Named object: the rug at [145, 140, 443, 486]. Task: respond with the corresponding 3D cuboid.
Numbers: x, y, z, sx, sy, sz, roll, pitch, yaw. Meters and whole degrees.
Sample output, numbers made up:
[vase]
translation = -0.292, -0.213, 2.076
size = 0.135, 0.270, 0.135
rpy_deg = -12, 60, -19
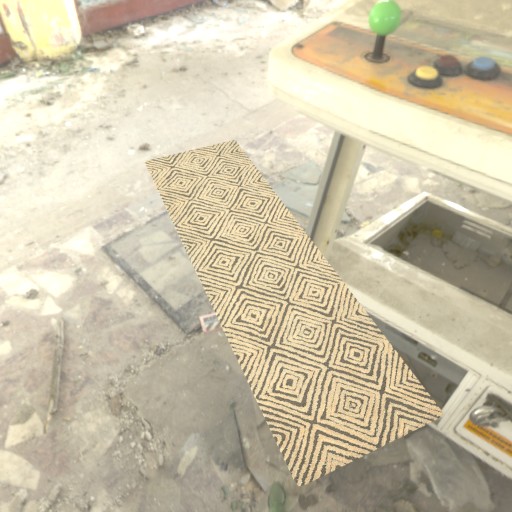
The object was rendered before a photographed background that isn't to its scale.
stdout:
[rug]
translation = 0.000, 0.000, 2.438
size = 0.676, 0.008, 2.277
rpy_deg = -18, 49, -16
